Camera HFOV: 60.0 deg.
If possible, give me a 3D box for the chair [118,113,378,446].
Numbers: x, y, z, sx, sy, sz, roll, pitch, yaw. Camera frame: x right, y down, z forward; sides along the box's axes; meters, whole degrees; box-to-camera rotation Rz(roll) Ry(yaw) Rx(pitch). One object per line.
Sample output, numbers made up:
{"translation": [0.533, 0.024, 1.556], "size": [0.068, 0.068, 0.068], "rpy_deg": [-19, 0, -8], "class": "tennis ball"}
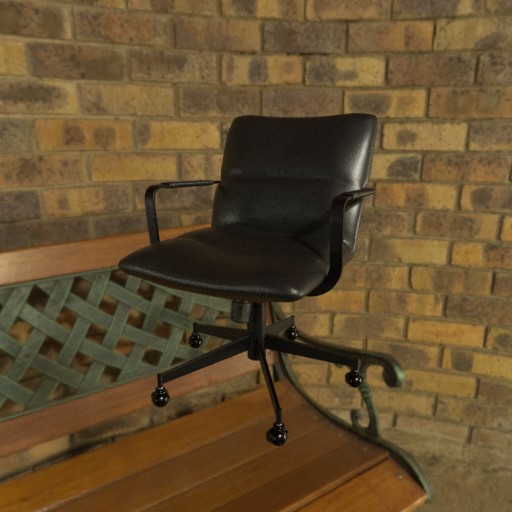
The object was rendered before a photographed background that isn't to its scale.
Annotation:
{"translation": [0.000, 0.000, 1.471], "size": [0.719, 0.922, 0.748], "rpy_deg": [7, 17, 25], "class": "chair"}
